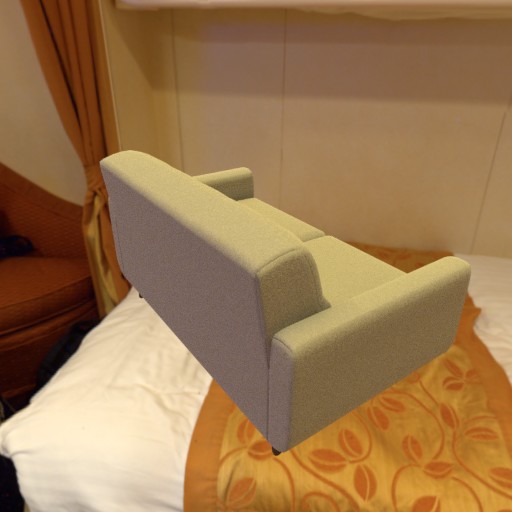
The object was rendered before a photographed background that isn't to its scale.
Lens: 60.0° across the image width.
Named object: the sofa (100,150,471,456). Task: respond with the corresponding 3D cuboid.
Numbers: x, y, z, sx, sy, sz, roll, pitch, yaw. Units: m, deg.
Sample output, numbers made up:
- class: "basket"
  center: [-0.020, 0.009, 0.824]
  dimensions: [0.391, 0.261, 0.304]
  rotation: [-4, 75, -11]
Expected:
- class: "sofa"
  center: [0.000, 0.000, 2.180]
  dimensions: [0.980, 0.892, 1.655]
  rotation: [-18, 33, -31]
